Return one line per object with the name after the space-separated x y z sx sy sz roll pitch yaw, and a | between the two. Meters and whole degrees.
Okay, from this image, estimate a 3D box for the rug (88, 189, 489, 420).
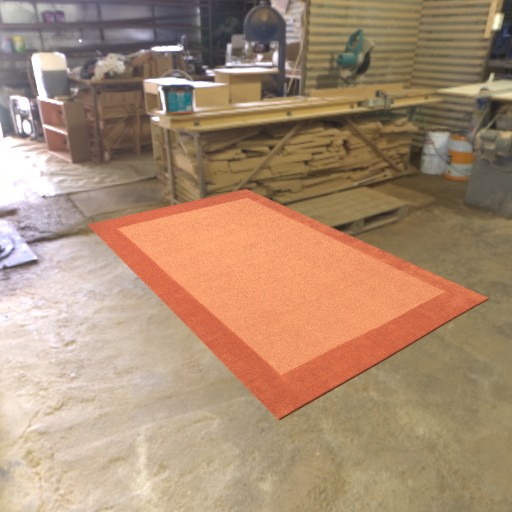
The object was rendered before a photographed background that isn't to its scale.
0.000 0.000 3.015 1.524 0.014 2.438 -18 32 -31 | rug
